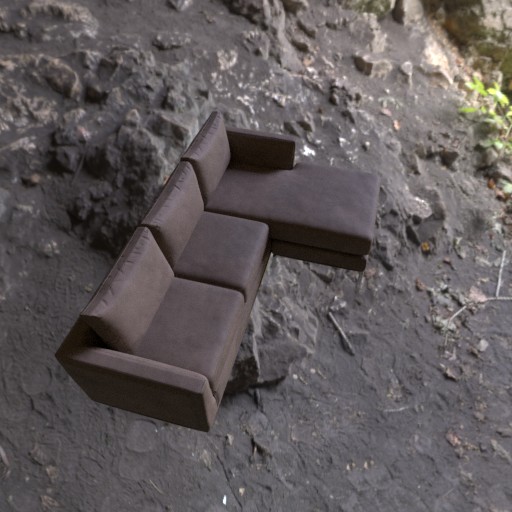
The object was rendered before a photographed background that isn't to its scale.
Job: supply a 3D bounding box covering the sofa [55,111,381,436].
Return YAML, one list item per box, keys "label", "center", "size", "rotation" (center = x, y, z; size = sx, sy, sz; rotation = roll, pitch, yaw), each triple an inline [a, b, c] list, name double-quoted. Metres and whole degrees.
- label: "sofa"
  center: [0.000, 0.000, 3.229]
  size: [1.622, 0.987, 2.438]
  rotation: [11, 49, 10]
